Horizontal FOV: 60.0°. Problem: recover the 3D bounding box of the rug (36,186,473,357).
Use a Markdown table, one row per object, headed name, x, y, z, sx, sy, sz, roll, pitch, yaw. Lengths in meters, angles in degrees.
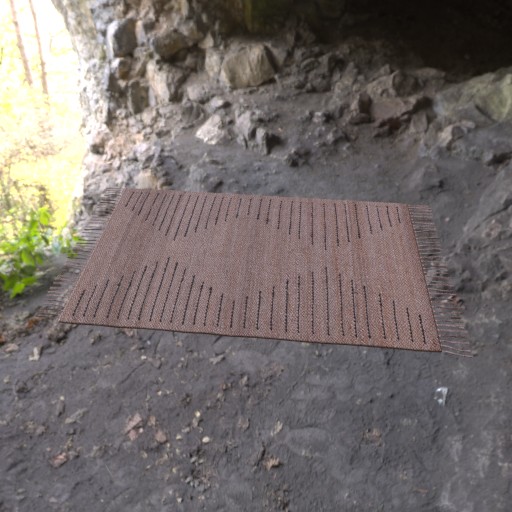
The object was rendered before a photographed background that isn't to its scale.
| name | x | y | z | sx | sy | sz | roll | pitch | yaw |
| --- | --- | --- | --- | --- | --- | --- | --- | --- | --- |
| rug | 0.000 | 0.000 | 2.012 | 1.718 | 0.017 | 0.905 | 4 | 45 | 4 |
